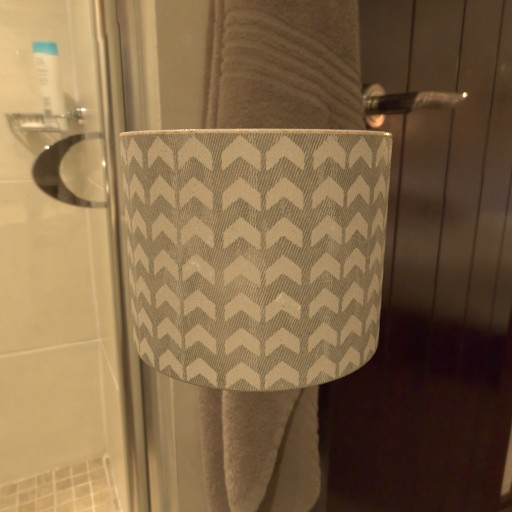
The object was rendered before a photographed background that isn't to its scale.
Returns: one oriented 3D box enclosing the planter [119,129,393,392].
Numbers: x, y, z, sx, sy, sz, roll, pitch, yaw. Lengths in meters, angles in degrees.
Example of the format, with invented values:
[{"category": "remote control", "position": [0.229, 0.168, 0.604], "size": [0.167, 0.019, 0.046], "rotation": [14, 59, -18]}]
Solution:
[{"category": "planter", "position": [0.000, 0.000, 0.451], "size": [0.250, 0.239, 0.250], "rotation": [0, 14, 0]}]
